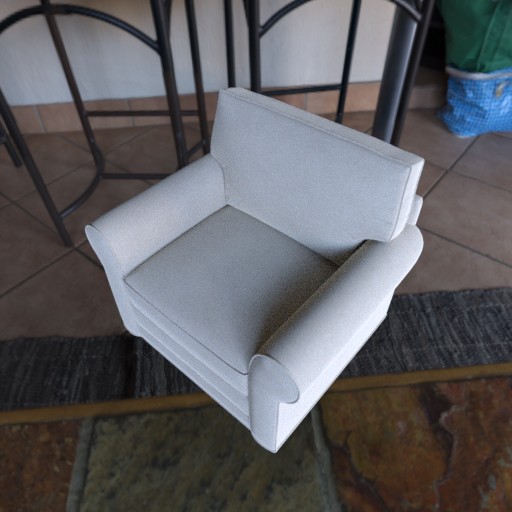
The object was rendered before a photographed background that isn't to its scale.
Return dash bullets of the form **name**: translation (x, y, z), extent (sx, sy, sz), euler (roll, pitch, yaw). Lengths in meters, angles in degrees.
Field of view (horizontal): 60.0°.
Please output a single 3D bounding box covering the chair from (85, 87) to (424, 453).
- **chair**: translation (0.000, 0.000, 1.763), extent (1.040, 0.955, 0.863), euler (31, 53, 27)
